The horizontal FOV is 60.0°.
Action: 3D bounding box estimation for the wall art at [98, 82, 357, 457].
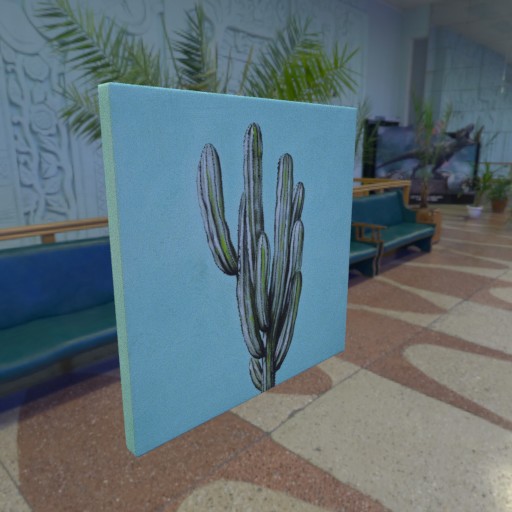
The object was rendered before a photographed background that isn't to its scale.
[{"bbox_3d":[0.000,0.000,1.142,0.765,0.766,0.054,-13,19,-42],"label":"wall art"}]
